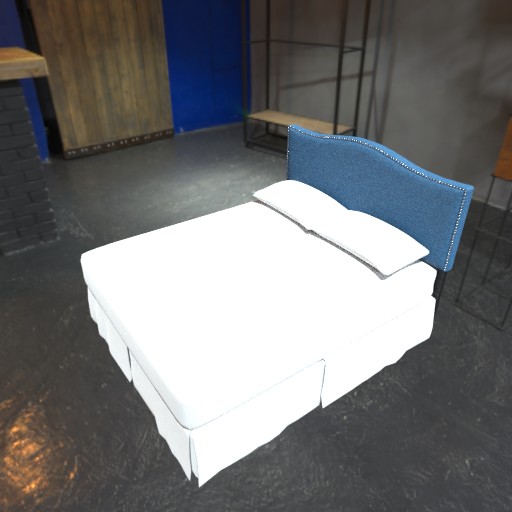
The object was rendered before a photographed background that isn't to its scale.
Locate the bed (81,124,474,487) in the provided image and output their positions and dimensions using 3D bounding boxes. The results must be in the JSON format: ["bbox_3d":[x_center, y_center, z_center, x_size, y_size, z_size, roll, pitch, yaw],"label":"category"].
[{"bbox_3d":[0.000,0.000,2.820,1.872,1.169,1.610,-20,37,-29],"label":"bed"}]
